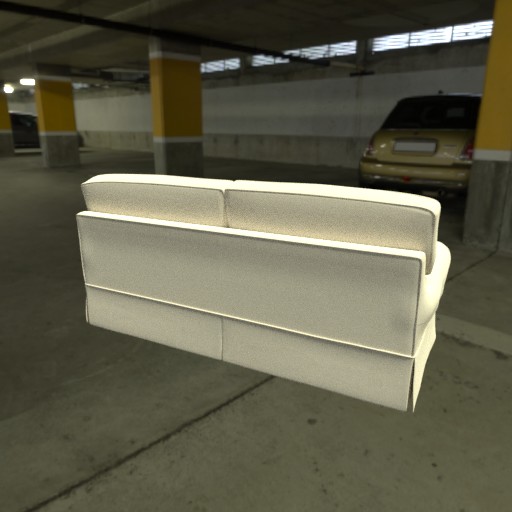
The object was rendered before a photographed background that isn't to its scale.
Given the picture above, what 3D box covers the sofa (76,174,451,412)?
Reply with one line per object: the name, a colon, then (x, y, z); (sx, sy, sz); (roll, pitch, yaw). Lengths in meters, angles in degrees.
sofa: (0.000, 0.000, 2.565); (2.021, 0.937, 0.862); (8, 19, 26)
